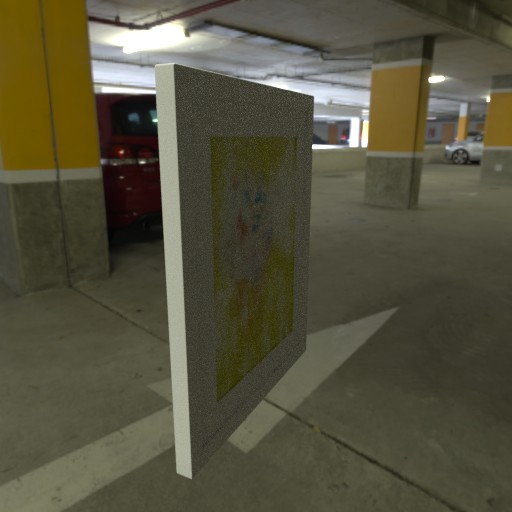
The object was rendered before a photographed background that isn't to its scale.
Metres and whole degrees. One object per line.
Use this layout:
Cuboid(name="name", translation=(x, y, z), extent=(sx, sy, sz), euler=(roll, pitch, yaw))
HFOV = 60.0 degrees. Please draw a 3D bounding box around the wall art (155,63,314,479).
Cuboid(name="wall art", translation=(0.000, 0.000, 0.766), extent=(0.028, 0.556, 0.454), euler=(8, 17, 26))
